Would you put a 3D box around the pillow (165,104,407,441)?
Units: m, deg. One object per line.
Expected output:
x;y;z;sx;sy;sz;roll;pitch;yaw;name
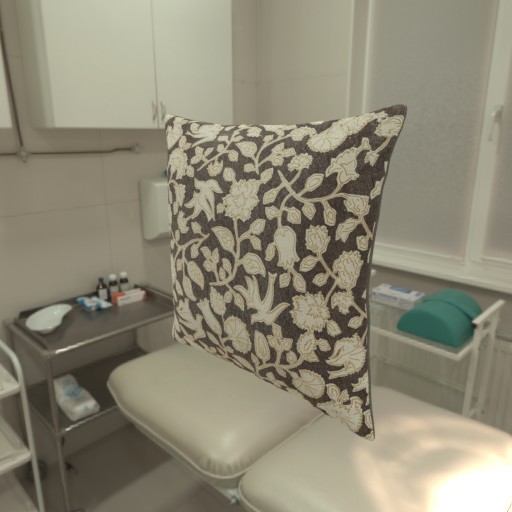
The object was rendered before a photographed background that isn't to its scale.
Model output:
0.000;0.000;0.809;0.526;0.507;0.166;15;21;42;pillow
